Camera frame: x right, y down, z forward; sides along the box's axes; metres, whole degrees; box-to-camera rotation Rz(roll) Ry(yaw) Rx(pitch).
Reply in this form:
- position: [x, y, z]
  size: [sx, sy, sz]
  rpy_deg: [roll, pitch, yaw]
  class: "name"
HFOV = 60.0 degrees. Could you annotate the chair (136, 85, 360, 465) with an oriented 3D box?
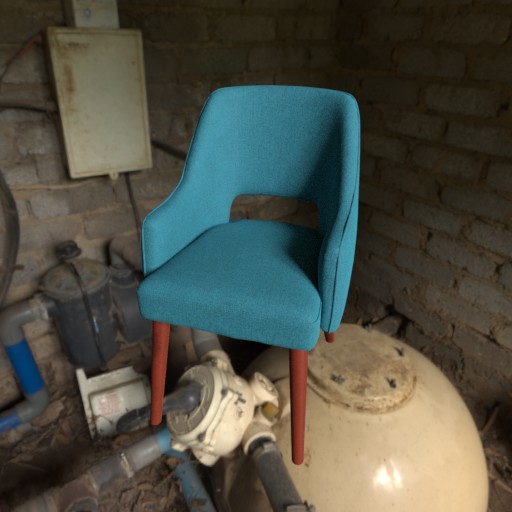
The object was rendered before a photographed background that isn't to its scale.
- position: [0.000, 0.000, 1.260]
  size: [0.548, 0.849, 0.605]
  rpy_deg: [8, 28, 16]
  class: "chair"
